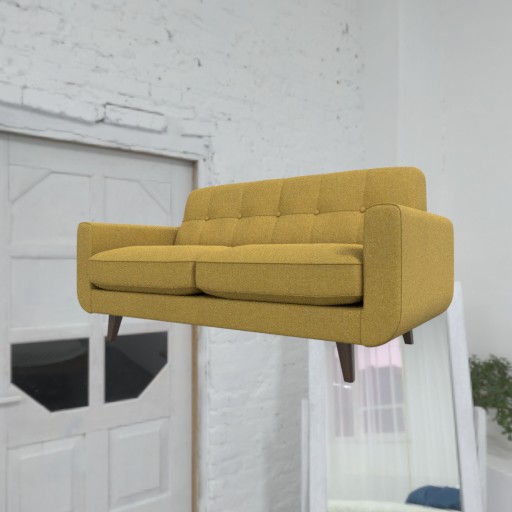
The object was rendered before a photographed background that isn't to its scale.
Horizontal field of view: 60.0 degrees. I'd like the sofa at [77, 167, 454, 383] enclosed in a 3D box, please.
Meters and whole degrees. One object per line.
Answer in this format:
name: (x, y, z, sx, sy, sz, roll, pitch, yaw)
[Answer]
sofa: (0.000, 0.000, 2.147, 1.631, 0.841, 0.909, 0, 0, 34)
